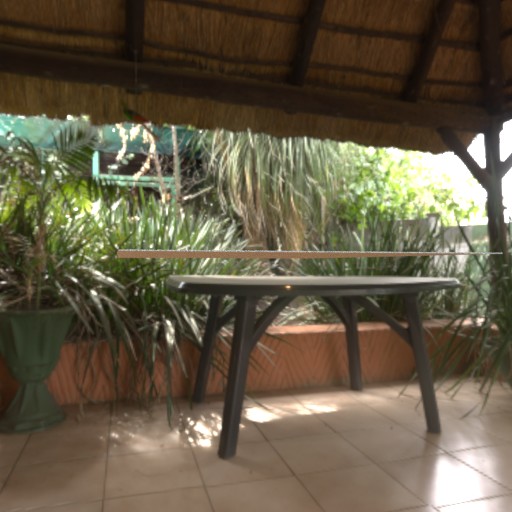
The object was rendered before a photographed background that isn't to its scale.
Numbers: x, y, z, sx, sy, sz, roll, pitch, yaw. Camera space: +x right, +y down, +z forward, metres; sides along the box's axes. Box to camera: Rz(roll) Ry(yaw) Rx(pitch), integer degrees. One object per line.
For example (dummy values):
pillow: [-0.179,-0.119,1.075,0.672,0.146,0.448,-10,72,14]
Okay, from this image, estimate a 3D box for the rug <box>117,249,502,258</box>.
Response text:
rug: [0.000,0.000,4.077,2.443,0.007,3.200,0,-1,-17]
